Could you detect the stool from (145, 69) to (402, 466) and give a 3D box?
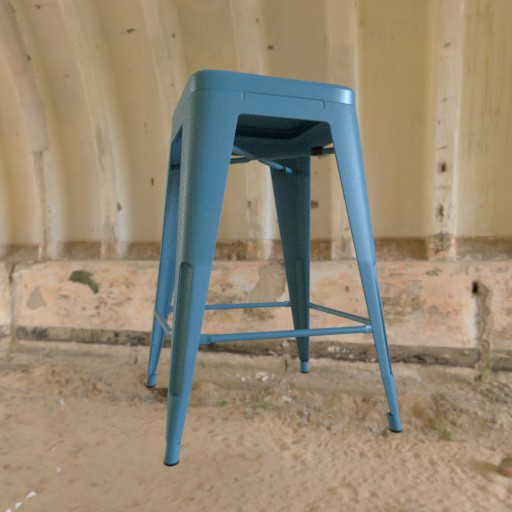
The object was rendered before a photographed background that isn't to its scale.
[{"bbox_3d":[0.000,0.000,0.893,0.410,0.608,0.410,0,1,-18],"label":"stool"}]
